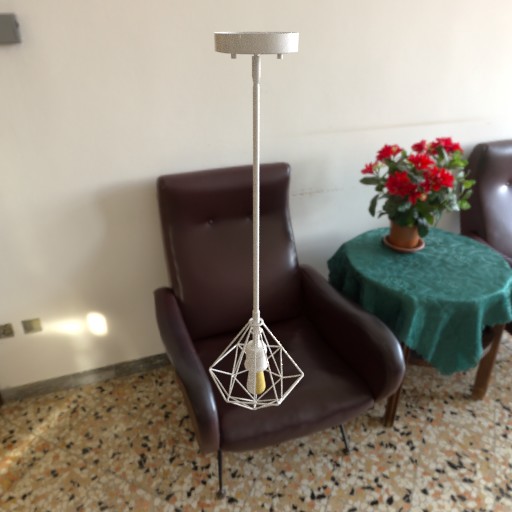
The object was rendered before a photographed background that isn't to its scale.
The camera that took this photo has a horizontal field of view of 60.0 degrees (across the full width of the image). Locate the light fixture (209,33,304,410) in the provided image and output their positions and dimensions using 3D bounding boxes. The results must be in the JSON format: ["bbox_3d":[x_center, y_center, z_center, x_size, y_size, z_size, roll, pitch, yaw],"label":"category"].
[{"bbox_3d":[0.000,0.000,1.961,0.431,1.764,0.487,18,33,30],"label":"light fixture"}]
